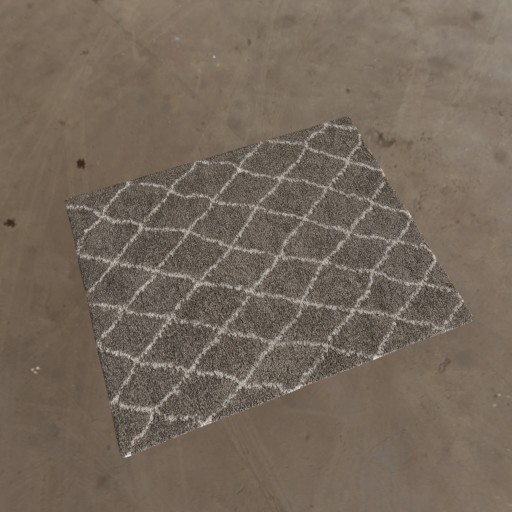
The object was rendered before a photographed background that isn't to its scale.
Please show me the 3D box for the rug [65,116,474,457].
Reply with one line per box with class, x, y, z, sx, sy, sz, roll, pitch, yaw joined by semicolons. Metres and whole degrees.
rug;0.000;0.000;4.021;3.047;0.029;2.438;-19;65;-9
